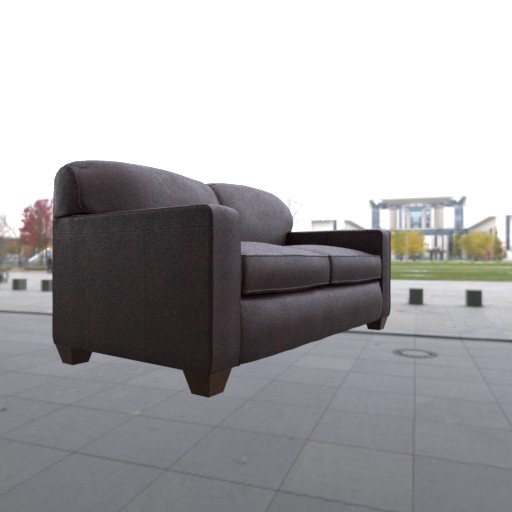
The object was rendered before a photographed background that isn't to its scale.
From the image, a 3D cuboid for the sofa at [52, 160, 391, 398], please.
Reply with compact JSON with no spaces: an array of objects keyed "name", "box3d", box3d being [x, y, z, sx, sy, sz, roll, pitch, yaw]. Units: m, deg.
[{"name":"sofa","box3d":[0.000,0.000,2.474,1.000,0.966,1.856,0,0,35]}]
